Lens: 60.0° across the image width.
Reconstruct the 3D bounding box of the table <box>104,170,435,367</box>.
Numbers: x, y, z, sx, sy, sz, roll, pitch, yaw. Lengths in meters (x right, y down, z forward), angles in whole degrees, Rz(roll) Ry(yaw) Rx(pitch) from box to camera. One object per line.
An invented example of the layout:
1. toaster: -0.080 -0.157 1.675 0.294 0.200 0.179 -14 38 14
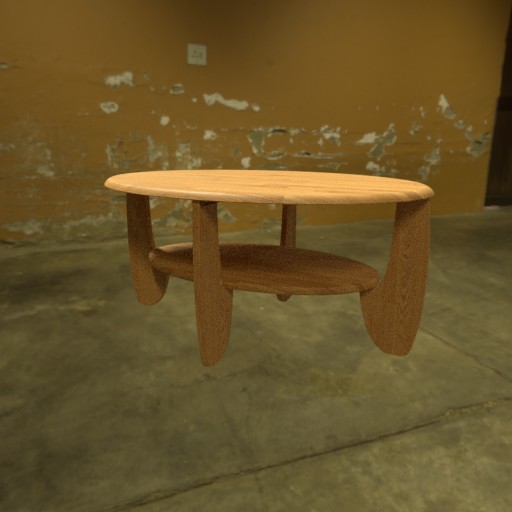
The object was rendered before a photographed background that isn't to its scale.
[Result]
1. table: 0.000 0.000 1.430 1.040 0.490 0.690 7 17 25
